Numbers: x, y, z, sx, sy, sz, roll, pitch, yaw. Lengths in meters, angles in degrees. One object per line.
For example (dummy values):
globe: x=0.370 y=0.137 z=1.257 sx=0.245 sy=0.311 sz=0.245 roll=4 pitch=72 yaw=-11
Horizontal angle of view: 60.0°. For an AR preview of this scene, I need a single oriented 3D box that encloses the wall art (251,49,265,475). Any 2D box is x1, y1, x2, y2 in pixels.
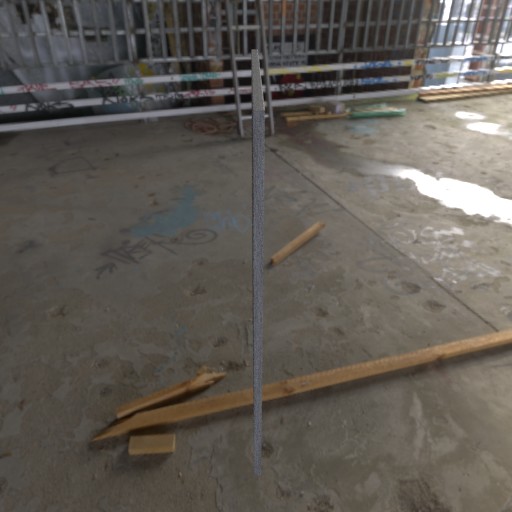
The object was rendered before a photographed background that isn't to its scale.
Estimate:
wall art: x=0.000 y=0.000 z=1.370 sx=0.020 sy=1.070 sz=0.768 roll=0 pitch=32 yaw=-1
